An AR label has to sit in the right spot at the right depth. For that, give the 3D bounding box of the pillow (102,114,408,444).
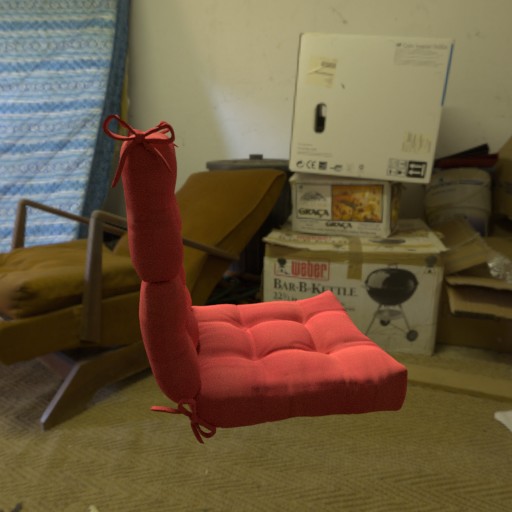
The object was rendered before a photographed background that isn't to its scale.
[{"bbox_3d":[0.000,0.000,1.021,0.571,0.605,0.519,-3,16,-10],"label":"pillow"}]
